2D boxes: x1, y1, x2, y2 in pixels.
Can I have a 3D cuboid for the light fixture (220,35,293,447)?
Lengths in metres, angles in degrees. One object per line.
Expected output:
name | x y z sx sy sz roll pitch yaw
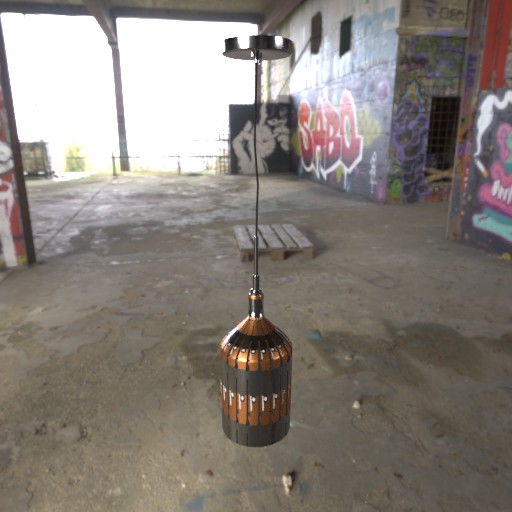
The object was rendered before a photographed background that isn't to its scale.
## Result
light fixture | 0.000 0.000 1.740 0.303 1.535 0.303 0 16 0
